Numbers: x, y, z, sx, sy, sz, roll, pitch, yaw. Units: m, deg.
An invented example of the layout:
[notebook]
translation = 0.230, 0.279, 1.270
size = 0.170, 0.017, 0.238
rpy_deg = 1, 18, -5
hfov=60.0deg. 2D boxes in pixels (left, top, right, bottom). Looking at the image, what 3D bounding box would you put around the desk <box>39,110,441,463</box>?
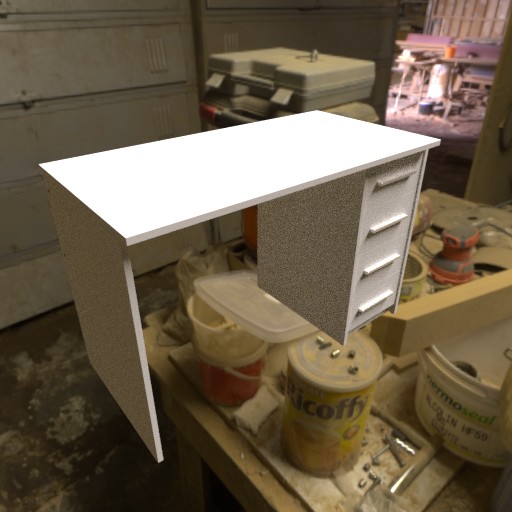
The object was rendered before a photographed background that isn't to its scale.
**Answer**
[desk]
translation = 0.000, 0.000, 1.517
size = 1.096, 0.730, 0.560
rpy_deg = -22, 37, -33
